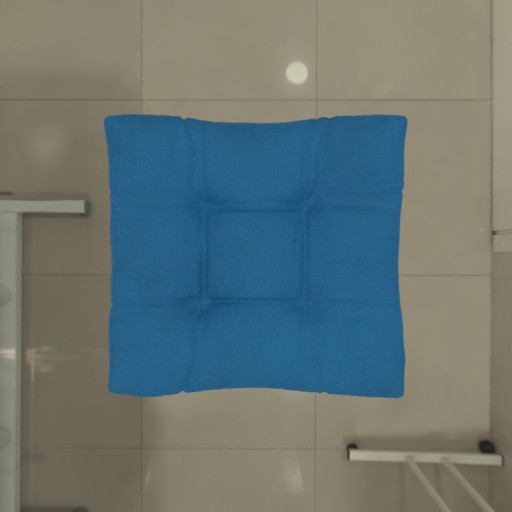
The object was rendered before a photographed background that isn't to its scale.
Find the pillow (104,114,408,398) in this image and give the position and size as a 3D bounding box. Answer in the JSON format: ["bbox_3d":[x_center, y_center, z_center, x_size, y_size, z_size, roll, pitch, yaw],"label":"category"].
[{"bbox_3d":[0.000,0.000,0.745,0.490,0.128,0.468,0,90,0],"label":"pillow"}]
